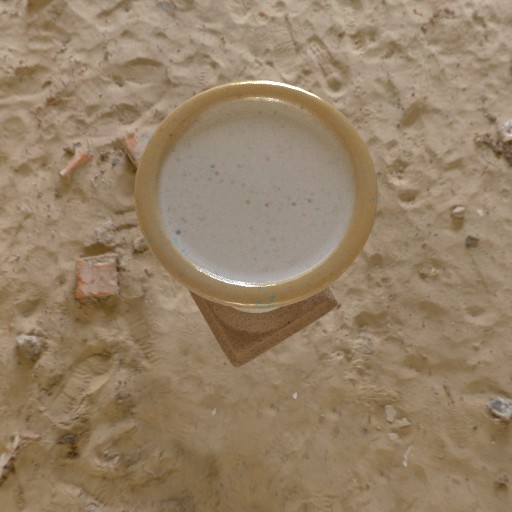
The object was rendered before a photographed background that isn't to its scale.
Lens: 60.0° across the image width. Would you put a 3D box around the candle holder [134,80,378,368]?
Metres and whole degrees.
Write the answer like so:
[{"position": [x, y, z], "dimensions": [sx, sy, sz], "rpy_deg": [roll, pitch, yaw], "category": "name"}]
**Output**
[{"position": [0.000, 0.000, 0.298], "dimensions": [0.110, 0.239, 0.110], "rpy_deg": [-30, 78, -7], "category": "candle holder"}]
